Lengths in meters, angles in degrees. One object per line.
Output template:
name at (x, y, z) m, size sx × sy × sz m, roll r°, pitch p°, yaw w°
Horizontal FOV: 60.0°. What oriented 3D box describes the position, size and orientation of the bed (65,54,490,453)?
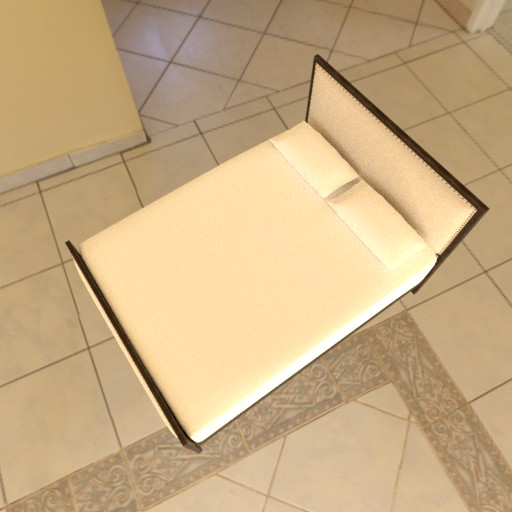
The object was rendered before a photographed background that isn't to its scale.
bed at (0.000, 0.000, 3.190) m, size 2.221 × 1.313 × 1.607 m, roll -32°, pitch 68°, yaw -15°
